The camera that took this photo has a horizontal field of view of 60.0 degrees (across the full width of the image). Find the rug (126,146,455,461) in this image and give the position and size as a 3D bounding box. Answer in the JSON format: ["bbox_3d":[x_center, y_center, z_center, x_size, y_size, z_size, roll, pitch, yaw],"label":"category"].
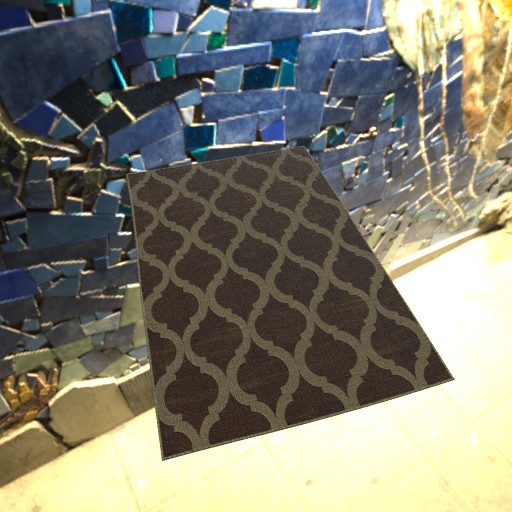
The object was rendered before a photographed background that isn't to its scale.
[{"bbox_3d":[0.000,0.000,2.905,1.522,0.008,2.284,-11,47,-11],"label":"rug"}]
